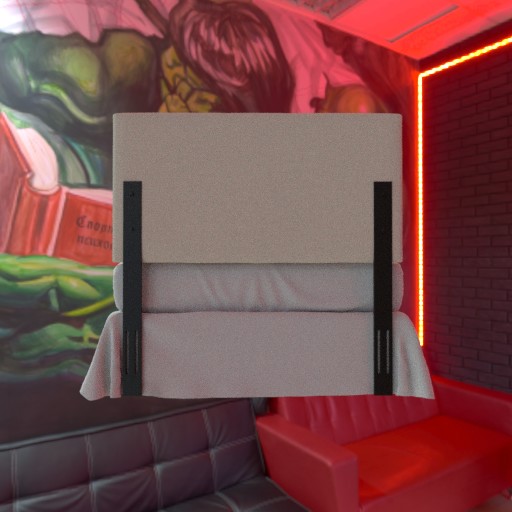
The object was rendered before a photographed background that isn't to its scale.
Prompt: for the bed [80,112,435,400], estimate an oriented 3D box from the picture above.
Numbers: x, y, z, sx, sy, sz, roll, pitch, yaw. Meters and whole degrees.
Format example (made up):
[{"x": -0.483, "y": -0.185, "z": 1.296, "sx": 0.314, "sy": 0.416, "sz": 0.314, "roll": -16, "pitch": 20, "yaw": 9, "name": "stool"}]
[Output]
[{"x": 0.000, "y": 0.000, "z": 3.478, "sx": 1.936, "sy": 1.577, "sz": 2.222, "roll": 0, "pitch": -1, "yaw": 0, "name": "bed"}]
